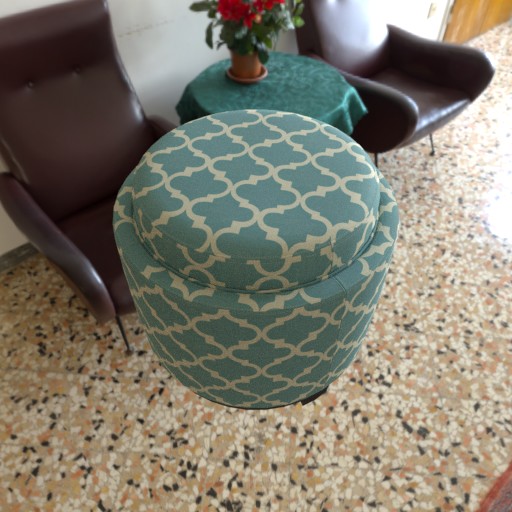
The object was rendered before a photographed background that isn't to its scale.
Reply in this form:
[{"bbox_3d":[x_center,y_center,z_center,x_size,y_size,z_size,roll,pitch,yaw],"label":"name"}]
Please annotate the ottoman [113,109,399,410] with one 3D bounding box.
[{"bbox_3d":[0.000,0.000,0.850,0.480,0.429,0.480,0,47,0],"label":"ottoman"}]
